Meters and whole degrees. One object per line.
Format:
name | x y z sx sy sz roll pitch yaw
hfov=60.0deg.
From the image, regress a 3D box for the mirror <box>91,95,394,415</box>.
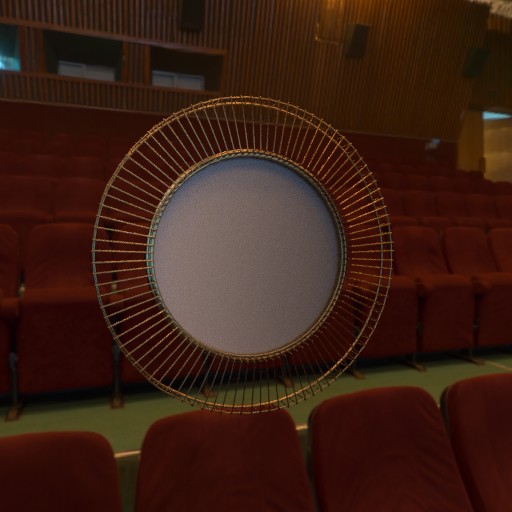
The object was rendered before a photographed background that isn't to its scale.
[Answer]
mirror | 0.000 0.000 1.008 0.703 0.703 0.067 0 1 -20
